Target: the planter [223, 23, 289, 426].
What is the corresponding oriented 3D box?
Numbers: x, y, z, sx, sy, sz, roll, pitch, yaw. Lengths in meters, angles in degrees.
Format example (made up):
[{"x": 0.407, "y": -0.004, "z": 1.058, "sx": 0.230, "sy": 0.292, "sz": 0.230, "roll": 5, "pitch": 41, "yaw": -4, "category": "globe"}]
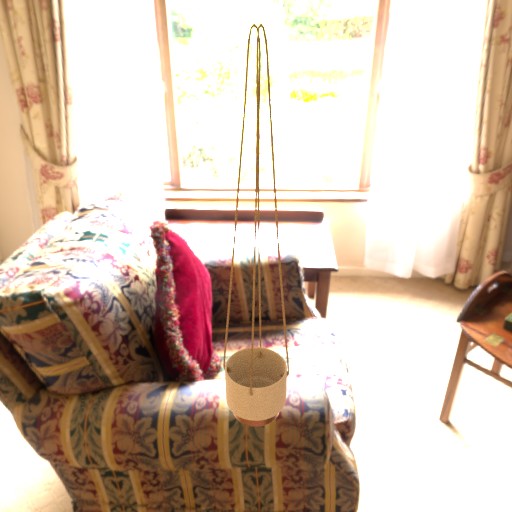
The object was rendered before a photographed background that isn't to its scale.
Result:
[{"x": 0.000, "y": 0.000, "z": 0.903, "sx": 0.146, "sy": 0.841, "sz": 0.146, "roll": -19, "pitch": 32, "yaw": -32, "category": "planter"}]
